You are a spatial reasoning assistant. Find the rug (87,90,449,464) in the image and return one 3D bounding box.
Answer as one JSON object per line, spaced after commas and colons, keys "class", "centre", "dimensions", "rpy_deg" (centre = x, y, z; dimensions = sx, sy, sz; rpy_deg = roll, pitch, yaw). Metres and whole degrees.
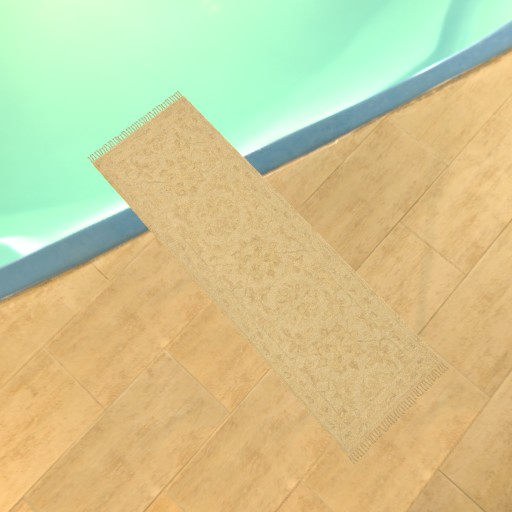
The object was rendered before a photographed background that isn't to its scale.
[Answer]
{"class": "rug", "centre": [0.000, 0.000, 2.806], "dimensions": [0.795, 0.015, 2.544], "rpy_deg": [-41, 78, -10]}
